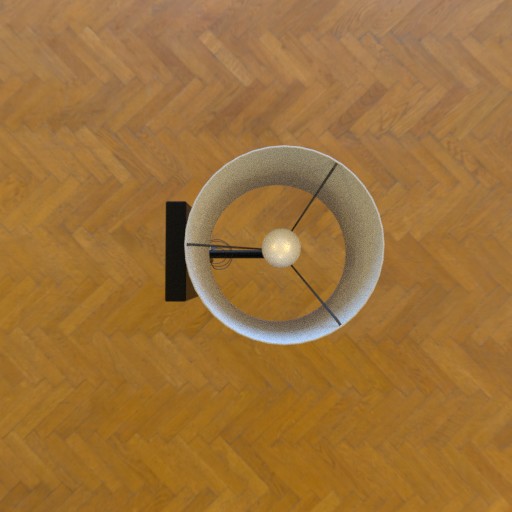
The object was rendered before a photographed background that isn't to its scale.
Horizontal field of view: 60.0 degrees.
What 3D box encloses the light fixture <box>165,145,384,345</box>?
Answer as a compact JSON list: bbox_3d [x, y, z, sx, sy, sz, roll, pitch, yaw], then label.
[{"bbox_3d":[0.000,0.000,0.711,0.248,0.589,0.188,0,88,1],"label":"light fixture"}]
